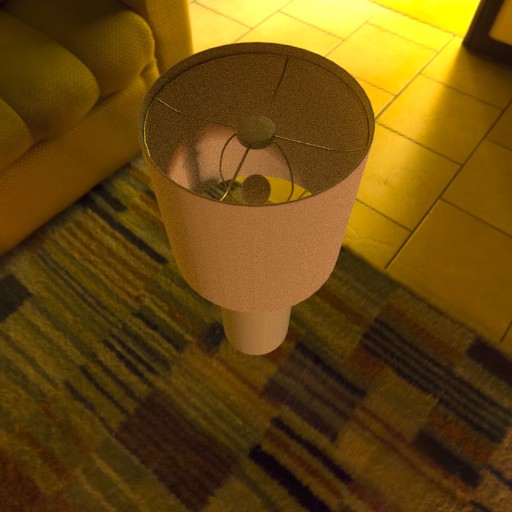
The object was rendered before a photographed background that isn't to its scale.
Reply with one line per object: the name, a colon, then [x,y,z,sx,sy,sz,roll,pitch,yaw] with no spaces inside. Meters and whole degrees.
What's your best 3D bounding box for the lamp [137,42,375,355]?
lamp: [0.000,0.000,0.607,0.212,0.493,0.212,16,60,10]
